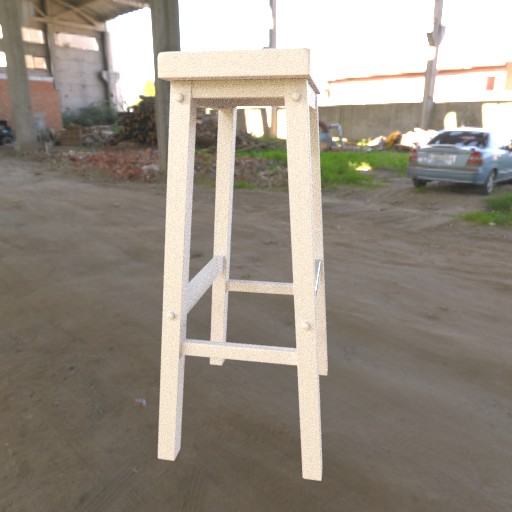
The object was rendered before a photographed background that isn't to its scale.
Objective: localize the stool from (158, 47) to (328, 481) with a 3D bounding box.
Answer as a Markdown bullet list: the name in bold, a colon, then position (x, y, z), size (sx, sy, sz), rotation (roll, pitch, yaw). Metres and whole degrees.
- **stool**: position (0.000, 0.000, 0.940), size (0.322, 0.742, 0.406), rotation (3, 16, 10)
